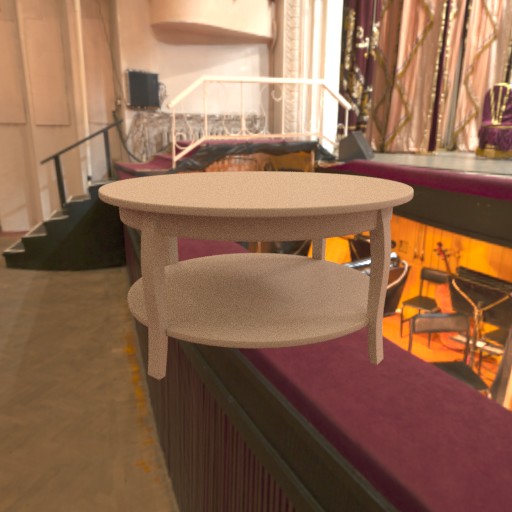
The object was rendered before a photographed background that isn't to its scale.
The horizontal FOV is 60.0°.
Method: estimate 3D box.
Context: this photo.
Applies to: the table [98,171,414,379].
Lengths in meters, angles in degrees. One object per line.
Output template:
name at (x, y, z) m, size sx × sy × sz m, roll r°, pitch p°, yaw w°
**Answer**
table at (0.000, 0.000, 1.413) m, size 0.910 × 0.457 × 0.910 m, roll 0°, pitch 16°, yaw 0°
